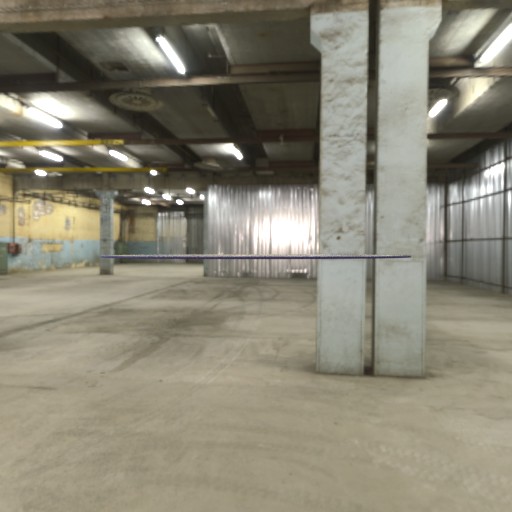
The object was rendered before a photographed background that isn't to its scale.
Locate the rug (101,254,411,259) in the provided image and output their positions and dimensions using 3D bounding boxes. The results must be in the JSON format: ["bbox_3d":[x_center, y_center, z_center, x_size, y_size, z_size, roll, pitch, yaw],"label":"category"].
[{"bbox_3d":[0.000,0.000,3.602,2.386,0.014,2.386,0,1,0],"label":"rug"}]
